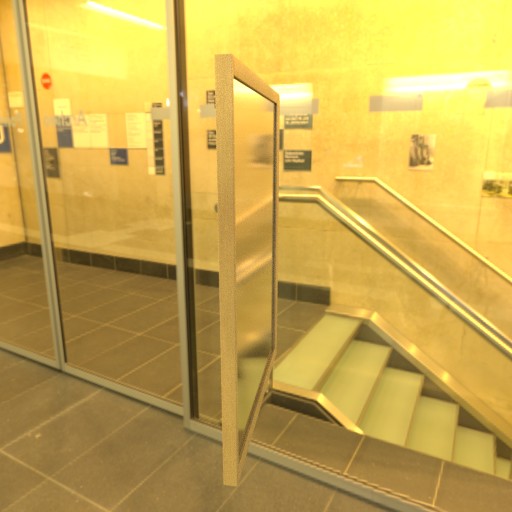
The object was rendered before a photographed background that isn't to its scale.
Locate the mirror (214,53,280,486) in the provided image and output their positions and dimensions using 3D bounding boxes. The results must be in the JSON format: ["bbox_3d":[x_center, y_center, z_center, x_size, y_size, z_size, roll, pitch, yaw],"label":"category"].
[{"bbox_3d":[0.000,0.000,1.366,0.040,1.016,0.762,3,14,10],"label":"mirror"}]
